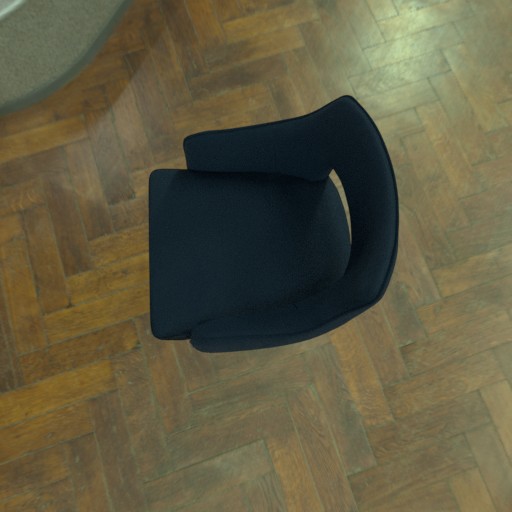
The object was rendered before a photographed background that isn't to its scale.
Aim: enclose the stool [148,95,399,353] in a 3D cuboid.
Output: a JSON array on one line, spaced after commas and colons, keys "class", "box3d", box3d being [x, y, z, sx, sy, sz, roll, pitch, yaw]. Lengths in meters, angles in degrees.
[{"class": "stool", "box3d": [0.000, 0.000, 1.292, 0.560, 0.940, 0.550, -4, 75, -1]}]
